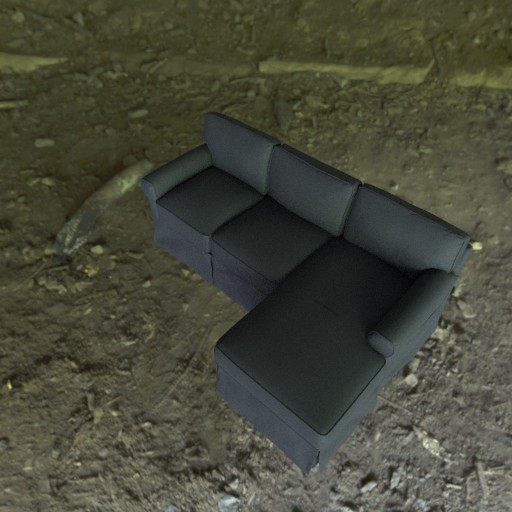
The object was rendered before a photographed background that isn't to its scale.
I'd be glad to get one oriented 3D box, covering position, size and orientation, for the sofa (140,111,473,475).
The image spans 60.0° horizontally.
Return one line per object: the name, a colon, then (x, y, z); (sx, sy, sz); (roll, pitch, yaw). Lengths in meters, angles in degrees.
sofa: (0.000, 0.000, 3.350); (2.518, 1.039, 1.637); (33, 55, 28)
